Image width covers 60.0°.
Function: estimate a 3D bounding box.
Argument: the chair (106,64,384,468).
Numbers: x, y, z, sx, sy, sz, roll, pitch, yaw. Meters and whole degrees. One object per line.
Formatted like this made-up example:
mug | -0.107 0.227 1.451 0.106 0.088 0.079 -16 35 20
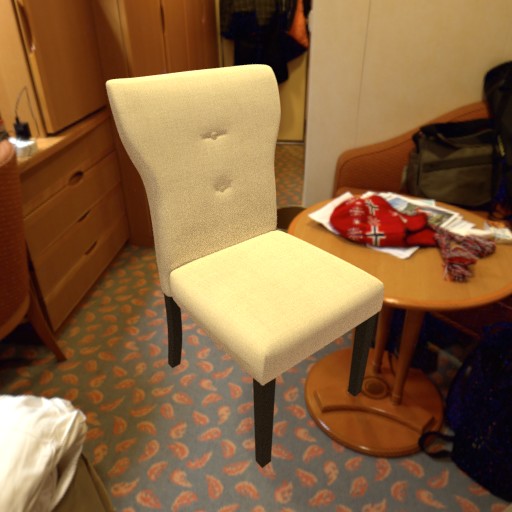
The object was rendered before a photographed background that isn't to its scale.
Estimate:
chair | 0.000 0.000 1.252 0.509 0.921 0.597 -23 38 -33
